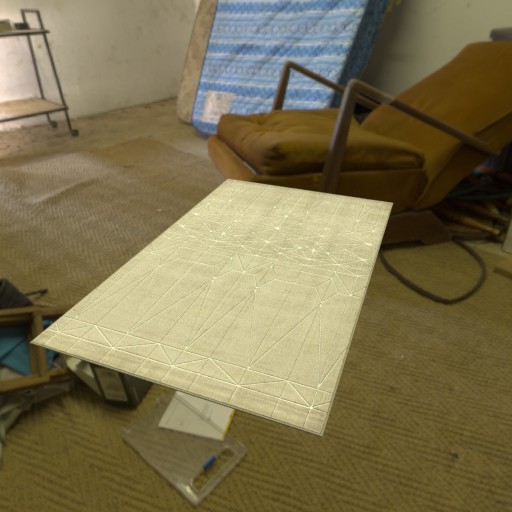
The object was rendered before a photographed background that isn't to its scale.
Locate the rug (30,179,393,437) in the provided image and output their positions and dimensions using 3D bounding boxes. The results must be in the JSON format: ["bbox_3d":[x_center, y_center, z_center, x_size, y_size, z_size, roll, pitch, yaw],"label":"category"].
[{"bbox_3d":[0.000,0.000,2.994,1.524,0.012,2.438,11,33,18],"label":"rug"}]
